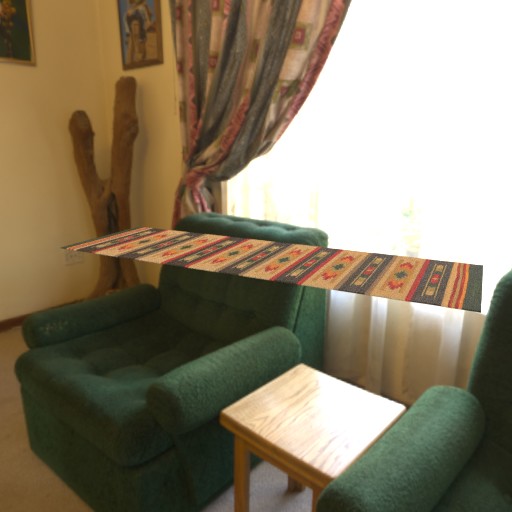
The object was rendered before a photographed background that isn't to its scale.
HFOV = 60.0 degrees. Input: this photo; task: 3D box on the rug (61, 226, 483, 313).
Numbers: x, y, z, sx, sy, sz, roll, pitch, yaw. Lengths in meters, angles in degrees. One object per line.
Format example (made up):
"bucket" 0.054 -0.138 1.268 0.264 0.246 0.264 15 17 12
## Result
"rug" 0.000 0.000 2.657 2.440 0.009 0.760 7 17 26
